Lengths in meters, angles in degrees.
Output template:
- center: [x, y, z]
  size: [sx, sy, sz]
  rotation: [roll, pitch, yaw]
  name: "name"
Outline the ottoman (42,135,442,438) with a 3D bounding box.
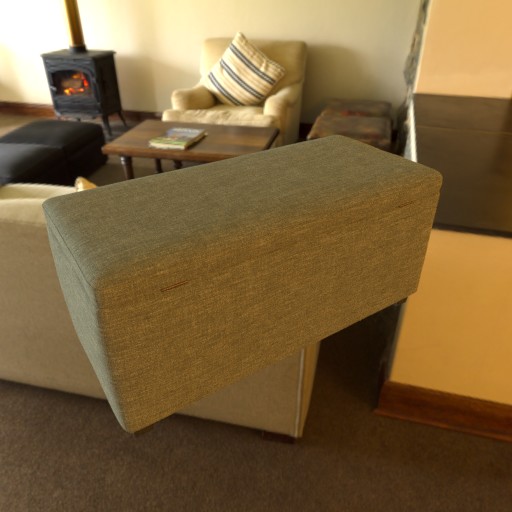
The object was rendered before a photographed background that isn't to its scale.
- center: [0.000, 0.000, 1.142]
  size: [0.902, 0.432, 0.419]
  rotation: [-19, 37, -28]
  name: "ottoman"
